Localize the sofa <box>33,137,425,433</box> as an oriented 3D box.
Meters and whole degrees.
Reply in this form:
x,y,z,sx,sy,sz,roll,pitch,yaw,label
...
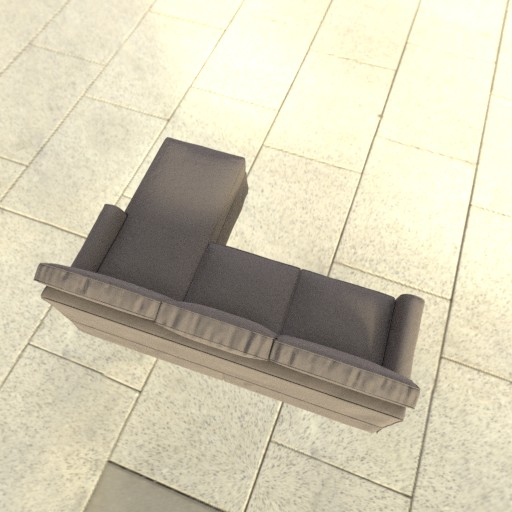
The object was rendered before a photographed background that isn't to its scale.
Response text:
x,y,z,sx,sy,sz,roll,pitch,yaw,label
0.000,0.000,3.308,2.475,0.978,1.733,17,64,8,sofa
